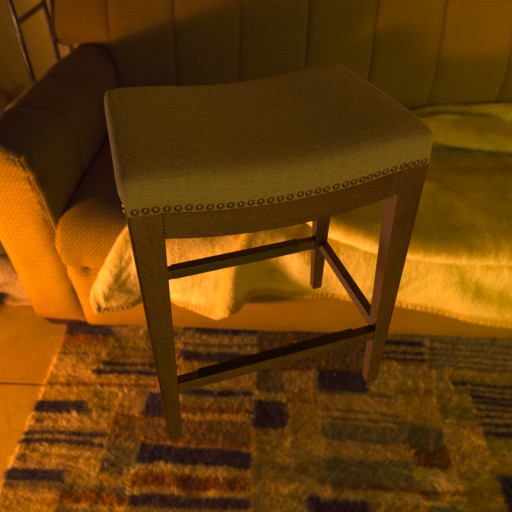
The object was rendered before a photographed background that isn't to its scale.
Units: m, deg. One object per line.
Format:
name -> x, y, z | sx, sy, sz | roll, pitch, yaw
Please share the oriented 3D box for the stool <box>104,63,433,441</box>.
stool -> 0.000, 0.000, 0.939 | 0.508, 0.660, 0.356 | -12, 43, -13
